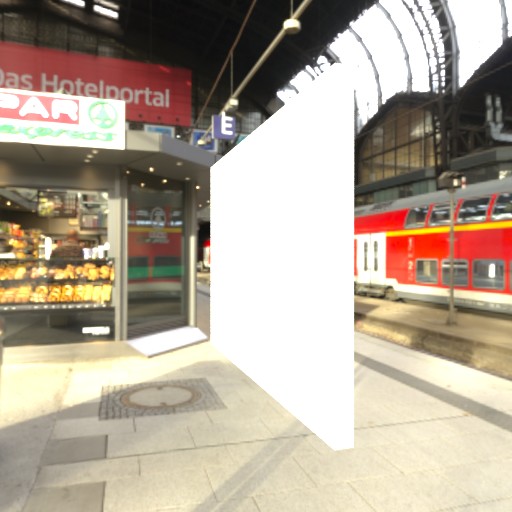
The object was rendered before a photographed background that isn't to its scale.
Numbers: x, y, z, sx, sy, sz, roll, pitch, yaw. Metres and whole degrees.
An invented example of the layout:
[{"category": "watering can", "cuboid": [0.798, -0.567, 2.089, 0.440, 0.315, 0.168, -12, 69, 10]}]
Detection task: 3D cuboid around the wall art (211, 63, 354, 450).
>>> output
[{"category": "wall art", "cuboid": [0.000, 0.000, 1.660, 0.051, 0.902, 1.308, 0, 0, -18]}]
